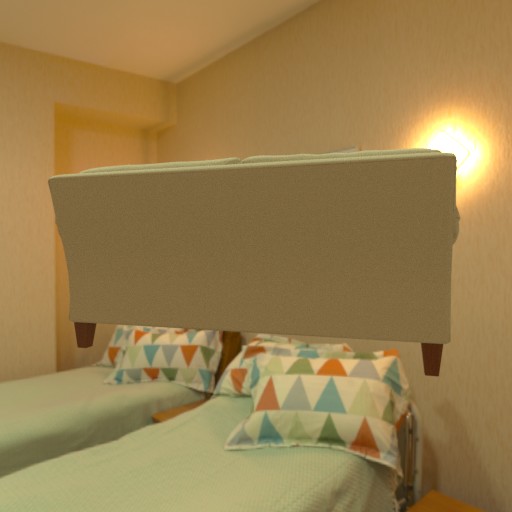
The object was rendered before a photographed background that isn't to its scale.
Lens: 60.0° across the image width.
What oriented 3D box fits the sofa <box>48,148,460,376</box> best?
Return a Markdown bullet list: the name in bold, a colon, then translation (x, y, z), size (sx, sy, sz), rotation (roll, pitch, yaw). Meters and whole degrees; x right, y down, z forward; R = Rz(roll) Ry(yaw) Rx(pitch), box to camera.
- **sofa**: translation (0.000, 0.000, 2.665), size (2.159, 1.087, 1.086), rotation (0, 1, 17)
